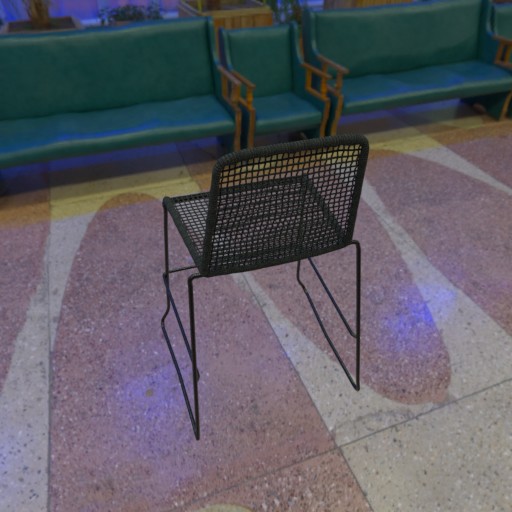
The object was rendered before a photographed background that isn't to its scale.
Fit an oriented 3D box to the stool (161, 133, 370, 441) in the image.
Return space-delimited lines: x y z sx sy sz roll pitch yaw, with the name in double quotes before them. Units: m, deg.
"stool" 0.000 0.000 1.268 0.590 0.905 0.509 -12 41 -14
